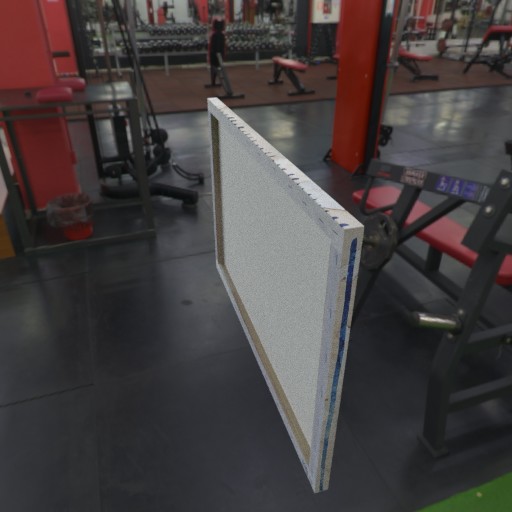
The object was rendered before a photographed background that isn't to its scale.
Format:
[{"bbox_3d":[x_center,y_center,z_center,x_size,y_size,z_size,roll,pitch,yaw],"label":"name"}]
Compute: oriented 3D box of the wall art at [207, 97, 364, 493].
[{"bbox_3d":[0.000,0.000,1.414,0.038,0.757,1.143,-9,32,-15],"label":"wall art"}]
